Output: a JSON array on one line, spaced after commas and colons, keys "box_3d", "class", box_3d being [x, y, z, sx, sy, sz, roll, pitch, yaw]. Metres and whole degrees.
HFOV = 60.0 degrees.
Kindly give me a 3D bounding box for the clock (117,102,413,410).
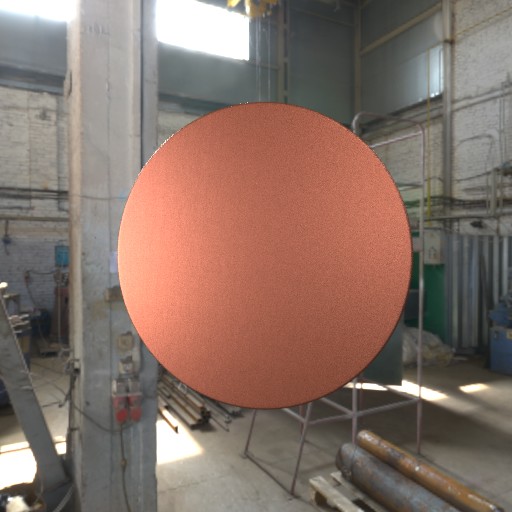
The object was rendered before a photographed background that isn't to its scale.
[{"box_3d": [0.000, 0.000, 0.471, 0.313, 0.313, 0.040, 0, 1, 16], "class": "clock"}]
